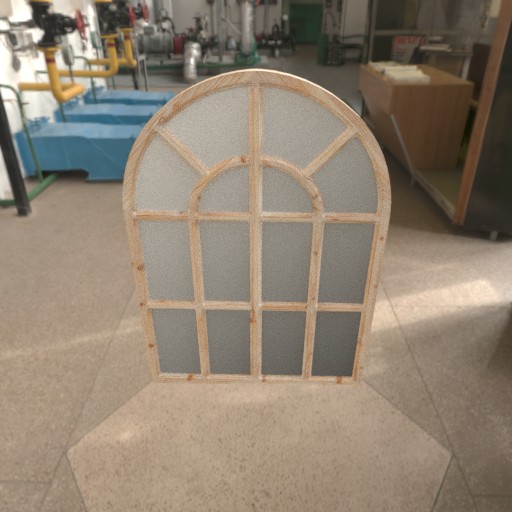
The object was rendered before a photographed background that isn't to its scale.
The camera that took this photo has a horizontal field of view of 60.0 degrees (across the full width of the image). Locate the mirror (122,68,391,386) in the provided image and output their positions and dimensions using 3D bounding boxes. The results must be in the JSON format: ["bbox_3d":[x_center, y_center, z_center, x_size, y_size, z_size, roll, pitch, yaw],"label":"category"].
[{"bbox_3d":[0.000,0.000,1.176,0.660,0.920,0.032,1,30,1],"label":"mirror"}]
